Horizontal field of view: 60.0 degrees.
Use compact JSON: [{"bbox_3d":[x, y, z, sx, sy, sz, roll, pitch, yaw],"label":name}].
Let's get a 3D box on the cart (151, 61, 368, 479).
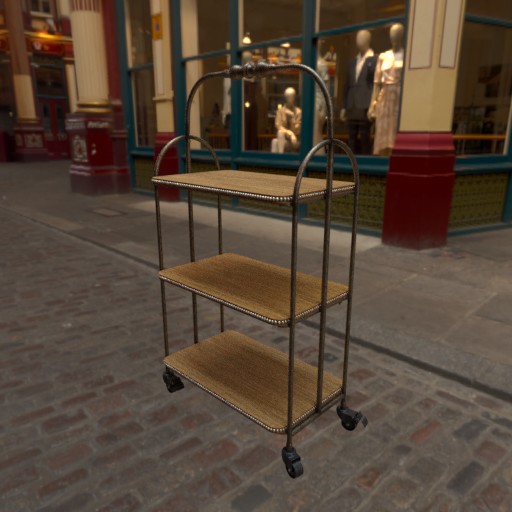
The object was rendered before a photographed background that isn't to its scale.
[{"bbox_3d":[0.000,0.000,1.304,0.650,1.052,0.330,15,22,42],"label":"cart"}]
